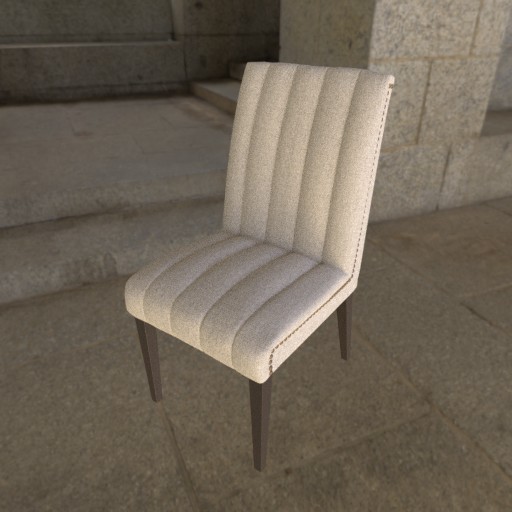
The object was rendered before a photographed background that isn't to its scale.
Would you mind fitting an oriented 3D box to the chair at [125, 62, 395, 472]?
[{"bbox_3d":[0.000,0.000,1.337,0.511,1.016,0.647,20,35,31],"label":"chair"}]
